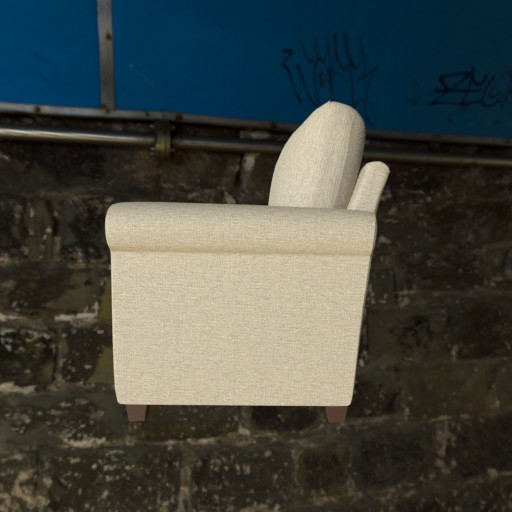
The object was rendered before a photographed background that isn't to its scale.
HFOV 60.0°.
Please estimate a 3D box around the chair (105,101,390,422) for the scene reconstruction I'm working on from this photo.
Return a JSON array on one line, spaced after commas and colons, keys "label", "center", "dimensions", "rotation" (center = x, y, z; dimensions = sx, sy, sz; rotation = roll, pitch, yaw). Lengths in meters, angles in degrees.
[{"label": "chair", "center": [0.000, 0.000, 2.343], "dimensions": [1.180, 1.349, 1.275], "rotation": [0, 1, 1]}]
